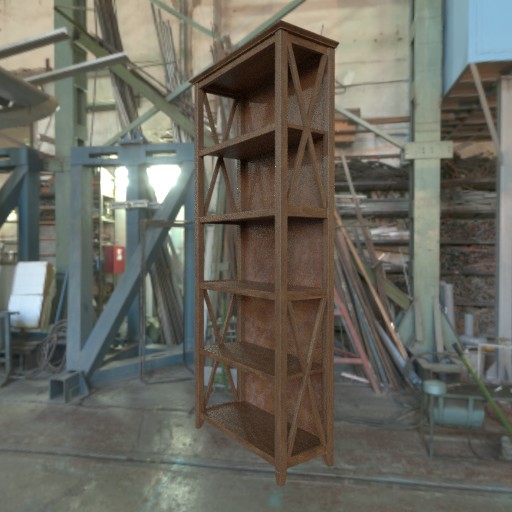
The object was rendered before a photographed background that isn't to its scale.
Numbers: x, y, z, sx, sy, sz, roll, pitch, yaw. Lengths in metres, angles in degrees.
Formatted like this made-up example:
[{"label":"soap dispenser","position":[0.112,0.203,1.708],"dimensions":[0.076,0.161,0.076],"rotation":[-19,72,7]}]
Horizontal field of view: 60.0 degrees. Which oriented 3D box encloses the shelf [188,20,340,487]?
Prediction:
[{"label":"shelf","position":[0.000,0.000,2.211],"dimensions":[0.335,1.905,0.805],"rotation":[-1,1,-36]}]
